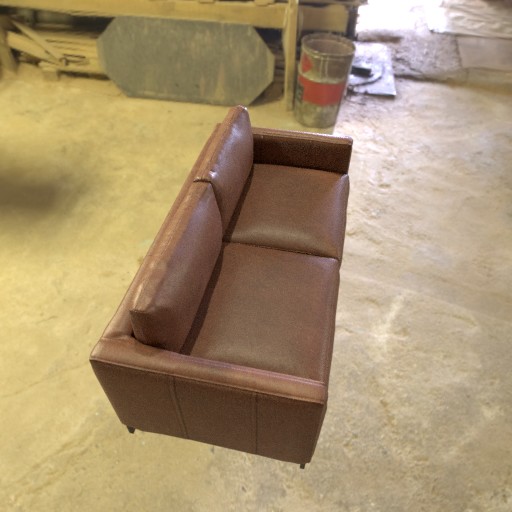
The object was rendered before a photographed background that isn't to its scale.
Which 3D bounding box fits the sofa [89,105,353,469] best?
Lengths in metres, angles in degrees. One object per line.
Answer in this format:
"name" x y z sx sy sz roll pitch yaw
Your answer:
"sofa" 0.000 0.000 2.301 0.899 0.883 1.797 8 46 8
